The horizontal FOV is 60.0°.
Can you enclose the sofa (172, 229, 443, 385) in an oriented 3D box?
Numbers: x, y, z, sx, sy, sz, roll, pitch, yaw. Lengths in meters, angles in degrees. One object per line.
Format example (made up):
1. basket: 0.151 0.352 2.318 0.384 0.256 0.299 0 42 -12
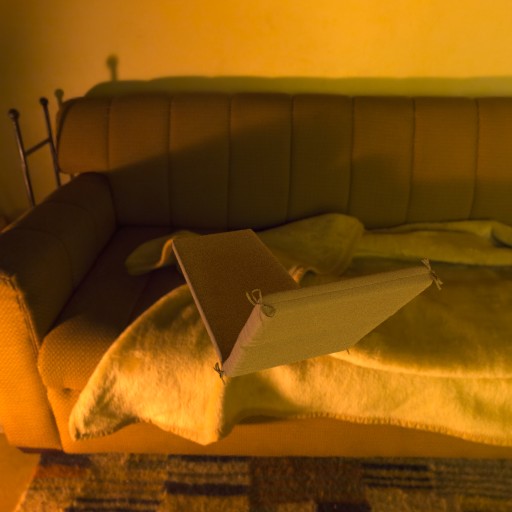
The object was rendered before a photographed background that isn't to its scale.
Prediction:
1. sofa: 0.000 0.000 1.977 0.582 0.622 1.663 -9 28 -17
